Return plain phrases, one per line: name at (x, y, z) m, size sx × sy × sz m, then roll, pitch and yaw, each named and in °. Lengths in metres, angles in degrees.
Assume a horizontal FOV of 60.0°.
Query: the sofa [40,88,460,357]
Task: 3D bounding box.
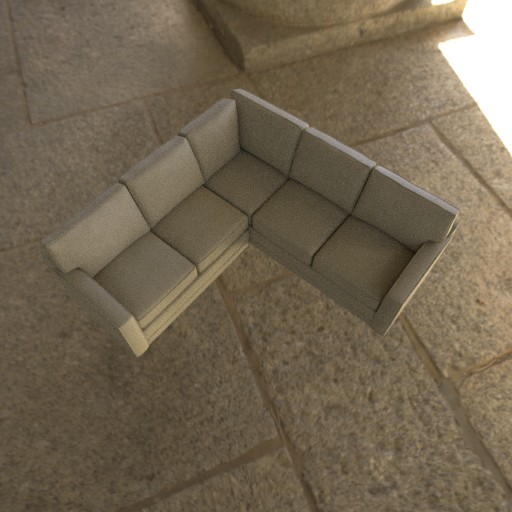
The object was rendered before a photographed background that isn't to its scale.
sofa at (0.000, 0.000, 3.421) m, size 2.211 × 0.936 × 2.188 m, roll 34°, pitch 64°, yaw 19°
